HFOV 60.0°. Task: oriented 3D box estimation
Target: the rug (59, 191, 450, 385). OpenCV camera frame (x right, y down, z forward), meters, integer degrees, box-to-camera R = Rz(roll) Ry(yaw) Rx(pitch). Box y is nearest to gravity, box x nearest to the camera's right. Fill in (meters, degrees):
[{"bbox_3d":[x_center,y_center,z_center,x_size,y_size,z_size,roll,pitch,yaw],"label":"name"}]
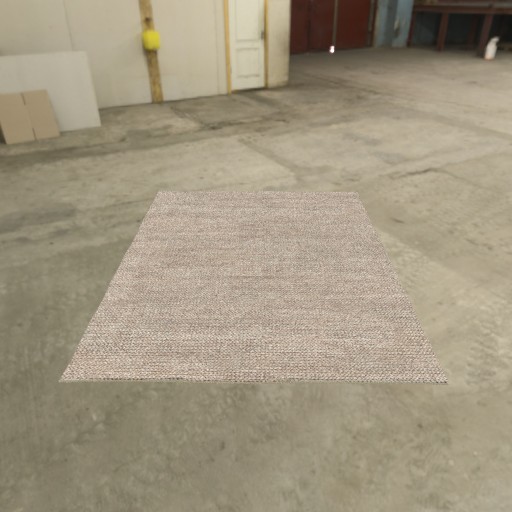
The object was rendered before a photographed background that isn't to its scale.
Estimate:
[{"bbox_3d":[0.000,0.000,4.048,2.429,0.030,3.052,0,31,1],"label":"rug"}]
